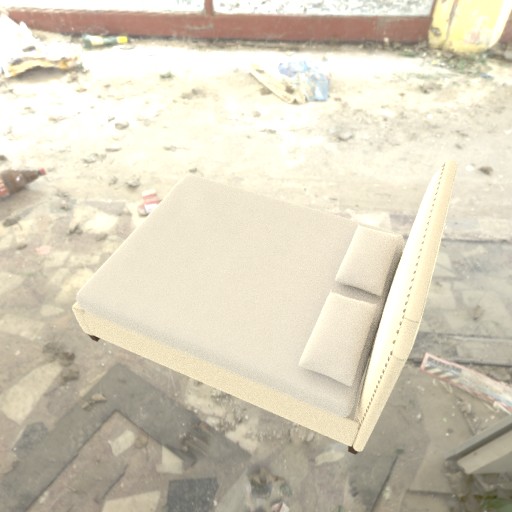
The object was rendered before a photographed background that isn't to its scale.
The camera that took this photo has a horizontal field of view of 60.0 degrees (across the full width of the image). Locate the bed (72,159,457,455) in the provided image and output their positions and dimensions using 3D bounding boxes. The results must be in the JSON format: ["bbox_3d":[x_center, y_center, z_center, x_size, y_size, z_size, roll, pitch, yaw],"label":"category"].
[{"bbox_3d":[0.000,0.000,3.380,2.372,1.497,1.712,18,49,16],"label":"bed"}]
